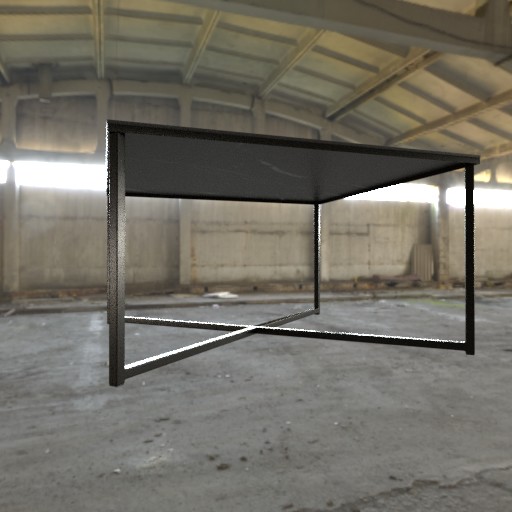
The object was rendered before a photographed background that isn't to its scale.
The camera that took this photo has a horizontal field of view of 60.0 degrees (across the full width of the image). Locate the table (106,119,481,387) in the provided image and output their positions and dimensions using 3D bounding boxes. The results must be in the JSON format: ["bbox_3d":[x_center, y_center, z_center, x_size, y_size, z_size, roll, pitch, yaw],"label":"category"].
[{"bbox_3d":[0.000,0.000,1.247,0.800,0.450,0.800,0,0,-19],"label":"table"}]
